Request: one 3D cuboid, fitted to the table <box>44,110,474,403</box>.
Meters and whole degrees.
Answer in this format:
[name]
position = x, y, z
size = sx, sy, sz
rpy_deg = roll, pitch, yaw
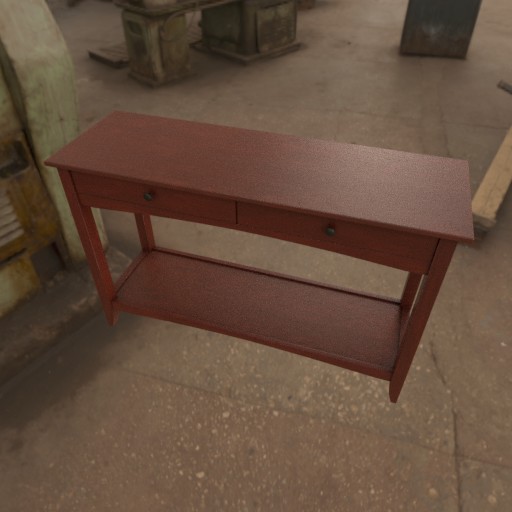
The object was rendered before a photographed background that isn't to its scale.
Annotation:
[table]
position = 0.000, 0.000, 1.543
size = 1.188, 0.739, 0.392
rpy_deg = 12, 42, 13
